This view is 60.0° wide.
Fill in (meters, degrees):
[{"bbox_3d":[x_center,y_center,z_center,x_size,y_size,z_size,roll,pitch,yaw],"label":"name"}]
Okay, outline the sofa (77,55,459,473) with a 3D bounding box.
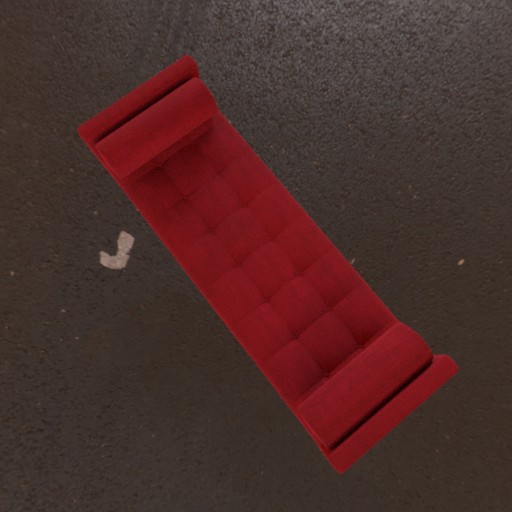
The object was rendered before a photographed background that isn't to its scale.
[{"bbox_3d":[0.000,0.000,2.316,0.686,0.635,1.981,-38,80,-8],"label":"sofa"}]
